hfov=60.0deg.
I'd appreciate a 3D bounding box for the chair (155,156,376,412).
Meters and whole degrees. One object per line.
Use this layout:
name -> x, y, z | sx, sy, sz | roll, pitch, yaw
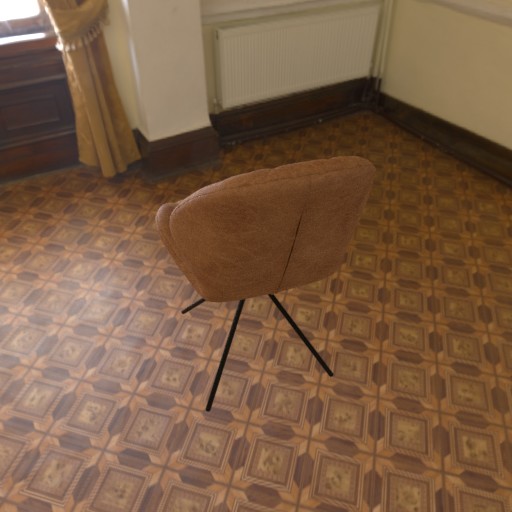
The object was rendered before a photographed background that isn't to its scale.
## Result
chair -> 0.000, 0.000, 1.299 | 0.527, 0.929, 0.640 | -12, 43, -13
